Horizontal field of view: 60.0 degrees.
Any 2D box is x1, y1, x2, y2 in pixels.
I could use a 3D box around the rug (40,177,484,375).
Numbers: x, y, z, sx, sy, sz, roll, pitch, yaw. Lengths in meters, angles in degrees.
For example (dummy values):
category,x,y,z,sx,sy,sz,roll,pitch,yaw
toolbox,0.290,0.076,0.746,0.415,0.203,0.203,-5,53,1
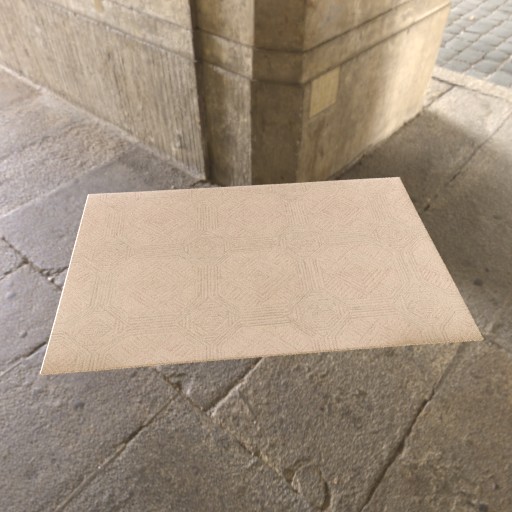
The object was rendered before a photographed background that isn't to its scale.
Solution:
category,x,y,z,sx,sy,sz,roll,pitch,yaw
rug,0.000,0.000,2.943,2.440,0.008,1.524,-4,47,-4
